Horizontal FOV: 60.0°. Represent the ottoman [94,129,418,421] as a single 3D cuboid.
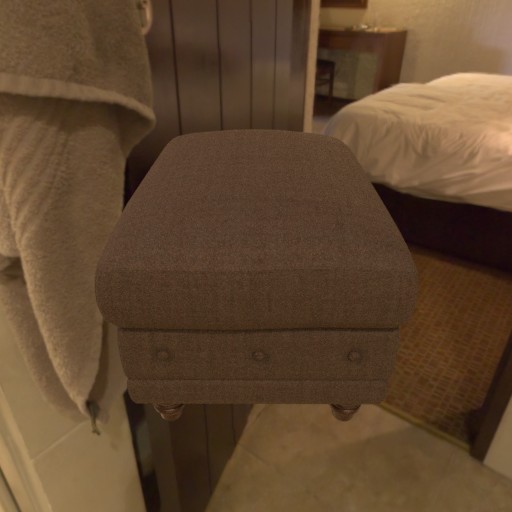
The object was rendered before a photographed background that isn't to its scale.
[{"bbox_3d":[0.000,0.000,1.212,0.599,0.555,0.809,0,31,0],"label":"ottoman"}]
